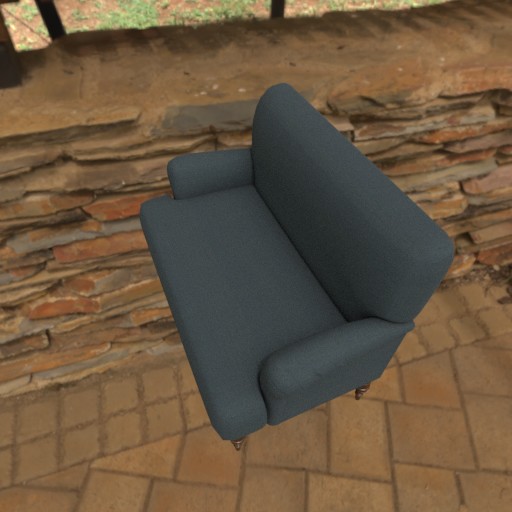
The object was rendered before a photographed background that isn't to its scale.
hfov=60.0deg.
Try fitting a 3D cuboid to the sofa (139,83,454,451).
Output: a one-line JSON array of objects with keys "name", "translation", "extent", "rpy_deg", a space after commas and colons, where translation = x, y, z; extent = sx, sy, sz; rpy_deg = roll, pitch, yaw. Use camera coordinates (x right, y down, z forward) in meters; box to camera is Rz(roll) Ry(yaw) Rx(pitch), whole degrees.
[{"name": "sofa", "translation": [0.000, 0.000, 1.837], "extent": [0.779, 0.889, 1.297], "rpy_deg": [-17, 48, -16]}]
